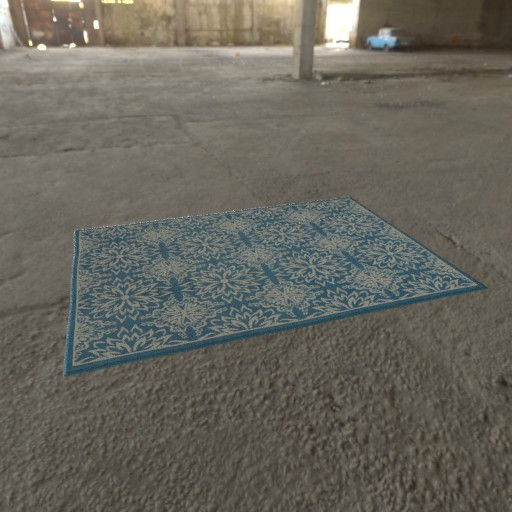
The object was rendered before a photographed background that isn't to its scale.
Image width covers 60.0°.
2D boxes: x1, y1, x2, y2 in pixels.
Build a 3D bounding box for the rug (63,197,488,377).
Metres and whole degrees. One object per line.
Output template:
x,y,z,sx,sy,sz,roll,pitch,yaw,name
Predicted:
0.000,0.000,2.803,2.205,0.012,1.554,-9,29,-16,rug
